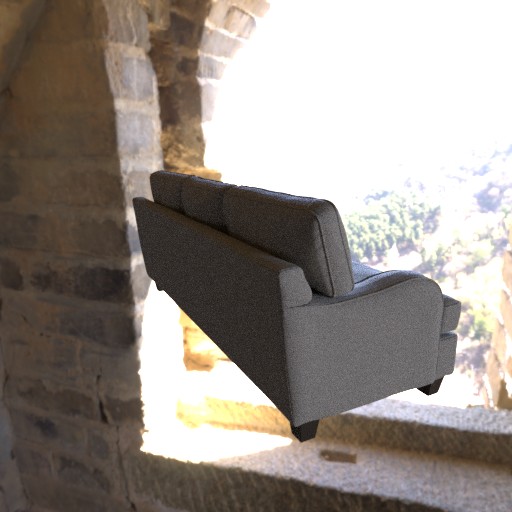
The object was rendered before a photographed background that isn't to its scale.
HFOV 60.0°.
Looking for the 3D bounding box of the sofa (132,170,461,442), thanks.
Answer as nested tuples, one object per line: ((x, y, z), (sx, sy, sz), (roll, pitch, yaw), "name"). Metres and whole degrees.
((0.000, 0.000, 2.802), (1.016, 0.997, 2.323), (-8, 16, -27), "sofa")
